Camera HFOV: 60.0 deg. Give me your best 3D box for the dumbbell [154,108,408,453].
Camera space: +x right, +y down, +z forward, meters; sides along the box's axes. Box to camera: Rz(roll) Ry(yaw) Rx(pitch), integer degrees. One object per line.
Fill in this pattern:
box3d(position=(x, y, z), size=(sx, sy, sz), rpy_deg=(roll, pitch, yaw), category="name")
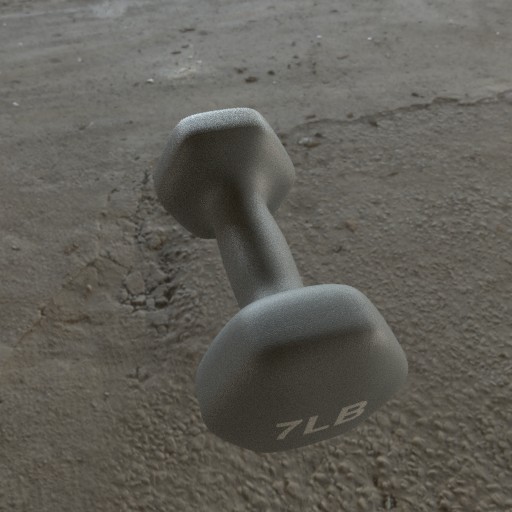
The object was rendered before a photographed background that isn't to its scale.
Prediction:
box3d(position=(0.000, 0.000, 0.231), size=(0.090, 0.081, 0.184), rpy_deg=(-11, 48, -10), category="dumbbell")
